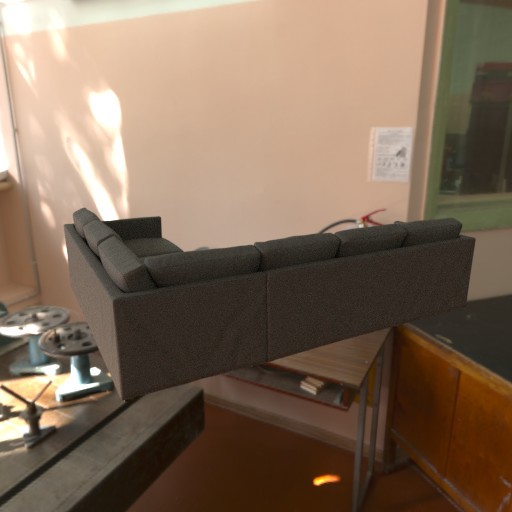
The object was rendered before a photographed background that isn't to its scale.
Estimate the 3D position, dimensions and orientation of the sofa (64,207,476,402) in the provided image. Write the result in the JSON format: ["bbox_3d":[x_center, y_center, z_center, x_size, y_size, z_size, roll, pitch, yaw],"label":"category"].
[{"bbox_3d":[0.000,0.000,4.316,3.182,0.871,2.432,-8,18,-27],"label":"sofa"}]
